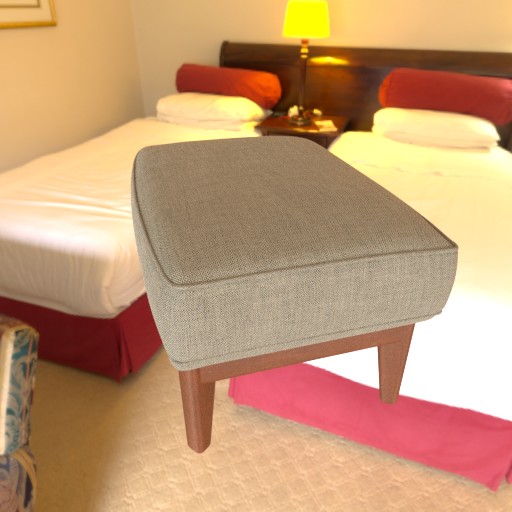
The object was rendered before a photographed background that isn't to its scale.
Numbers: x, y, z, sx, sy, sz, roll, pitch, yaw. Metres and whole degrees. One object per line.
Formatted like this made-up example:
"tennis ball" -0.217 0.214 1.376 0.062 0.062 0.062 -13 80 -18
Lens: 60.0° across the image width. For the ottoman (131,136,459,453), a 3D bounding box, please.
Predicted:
"ottoman" 0.000 0.000 1.089 0.555 0.458 0.750 -8 31 -14
